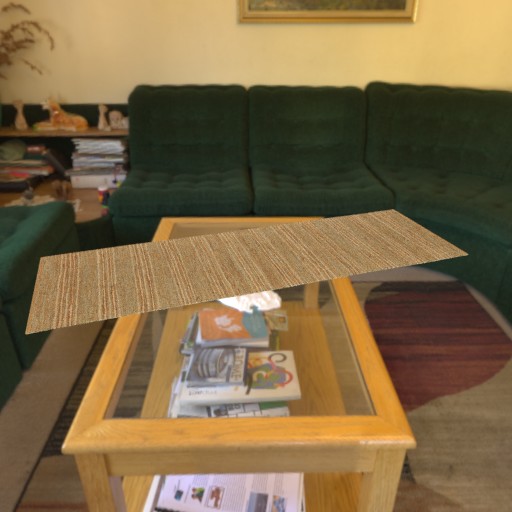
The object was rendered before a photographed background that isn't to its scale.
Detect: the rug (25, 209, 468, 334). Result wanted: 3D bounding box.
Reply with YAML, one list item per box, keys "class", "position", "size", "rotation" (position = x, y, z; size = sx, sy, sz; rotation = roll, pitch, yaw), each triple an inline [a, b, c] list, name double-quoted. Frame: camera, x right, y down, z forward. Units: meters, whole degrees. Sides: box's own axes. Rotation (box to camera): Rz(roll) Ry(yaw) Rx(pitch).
- class: "rug"
  position: [0.000, 0.000, 2.654]
  size: [2.438, 0.006, 0.783]
  rotation: [-9, 29, -16]
